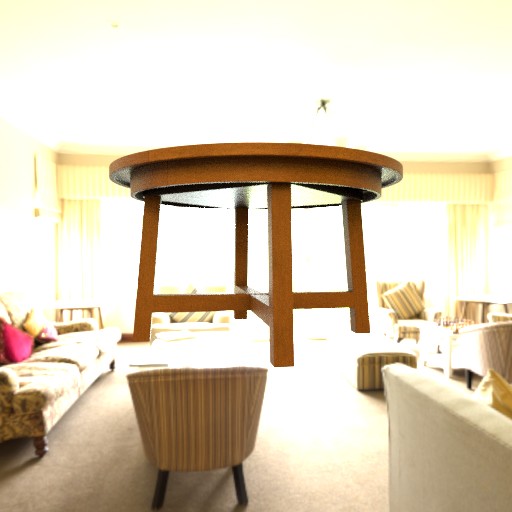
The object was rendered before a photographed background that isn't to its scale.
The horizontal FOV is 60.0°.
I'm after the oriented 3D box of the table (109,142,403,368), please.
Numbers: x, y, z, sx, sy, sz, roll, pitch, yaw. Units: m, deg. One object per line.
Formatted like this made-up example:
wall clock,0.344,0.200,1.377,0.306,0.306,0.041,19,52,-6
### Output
table,0.000,0.000,2.101,1.319,0.762,1.319,0,1,0
